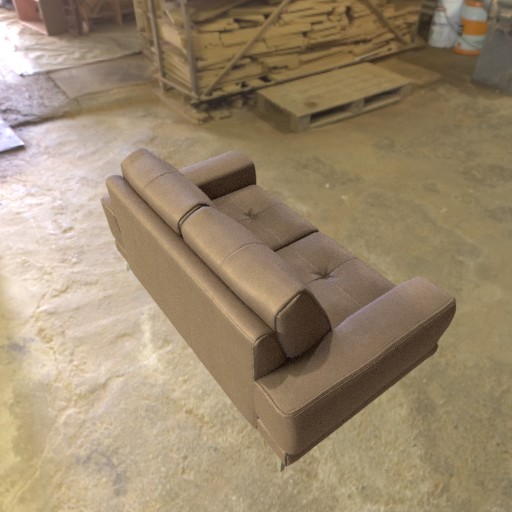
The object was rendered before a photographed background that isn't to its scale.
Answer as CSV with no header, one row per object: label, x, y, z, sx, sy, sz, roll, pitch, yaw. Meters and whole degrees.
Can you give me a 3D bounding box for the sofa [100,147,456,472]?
sofa,0.000,0.000,2.364,1.018,0.907,1.806,-26,48,-26
